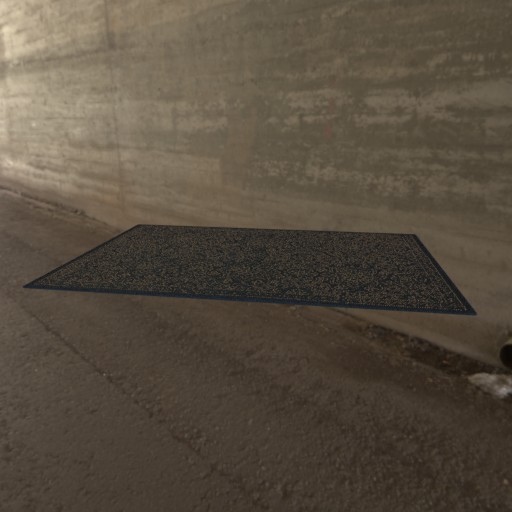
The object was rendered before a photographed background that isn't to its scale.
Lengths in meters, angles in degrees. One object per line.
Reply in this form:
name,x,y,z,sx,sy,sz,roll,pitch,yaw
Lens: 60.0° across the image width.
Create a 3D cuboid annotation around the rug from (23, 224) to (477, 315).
rug,0.000,0.000,2.326,1.829,0.010,1.219,3,17,9
